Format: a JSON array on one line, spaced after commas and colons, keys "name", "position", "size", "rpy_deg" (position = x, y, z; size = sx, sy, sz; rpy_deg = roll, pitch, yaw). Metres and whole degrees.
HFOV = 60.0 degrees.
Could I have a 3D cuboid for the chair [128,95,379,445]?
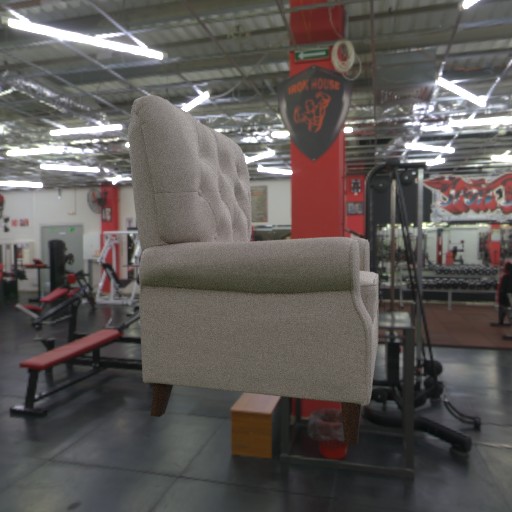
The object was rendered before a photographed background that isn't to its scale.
[{"name": "chair", "position": [0.000, 0.000, 1.913], "size": [1.025, 1.209, 0.942], "rpy_deg": [1, 2, 17]}]
